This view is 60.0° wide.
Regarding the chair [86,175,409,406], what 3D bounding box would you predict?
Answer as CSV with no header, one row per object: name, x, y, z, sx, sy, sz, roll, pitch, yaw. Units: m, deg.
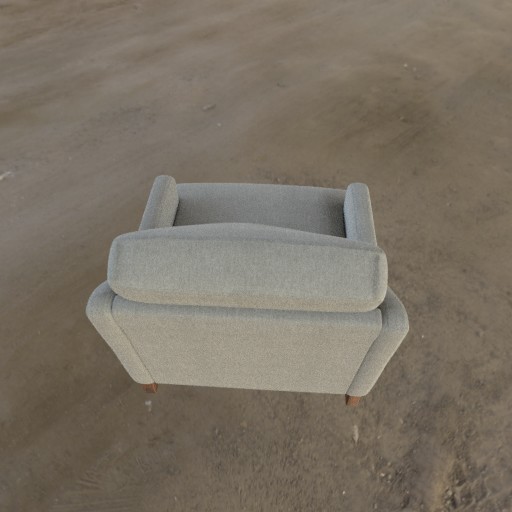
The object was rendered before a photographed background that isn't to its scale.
chair,0.000,0.000,1.552,0.826,0.821,0.892,3,47,2
